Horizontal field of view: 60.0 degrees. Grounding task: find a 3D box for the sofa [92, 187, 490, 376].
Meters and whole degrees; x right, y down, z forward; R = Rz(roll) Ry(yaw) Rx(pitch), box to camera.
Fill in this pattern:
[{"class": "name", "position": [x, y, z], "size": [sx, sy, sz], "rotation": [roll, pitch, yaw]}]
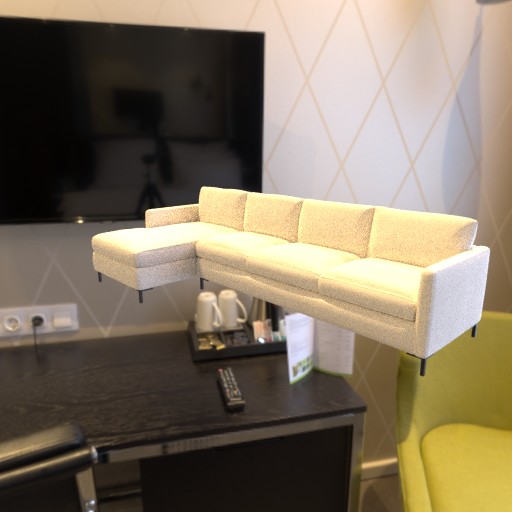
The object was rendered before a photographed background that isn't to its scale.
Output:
[{"class": "sofa", "position": [0.000, 0.000, 3.681], "size": [1.467, 0.875, 3.186], "rotation": [-13, 20, -42]}]
